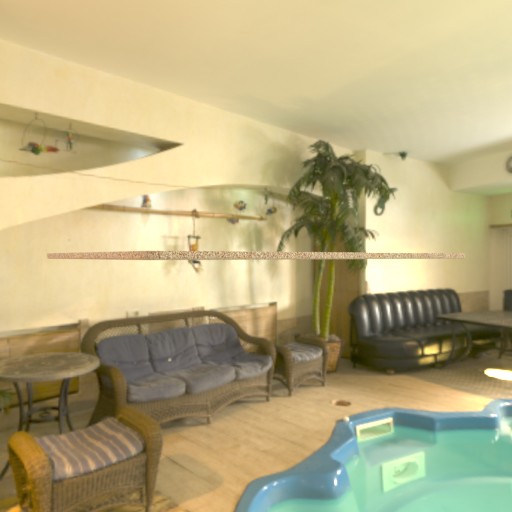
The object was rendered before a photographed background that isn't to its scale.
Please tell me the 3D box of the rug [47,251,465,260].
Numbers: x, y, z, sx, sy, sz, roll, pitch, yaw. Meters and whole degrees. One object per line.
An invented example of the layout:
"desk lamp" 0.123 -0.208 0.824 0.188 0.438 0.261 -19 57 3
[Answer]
"rug" 0.000 0.000 2.101 1.600 0.025 1.199 0 0 -37
